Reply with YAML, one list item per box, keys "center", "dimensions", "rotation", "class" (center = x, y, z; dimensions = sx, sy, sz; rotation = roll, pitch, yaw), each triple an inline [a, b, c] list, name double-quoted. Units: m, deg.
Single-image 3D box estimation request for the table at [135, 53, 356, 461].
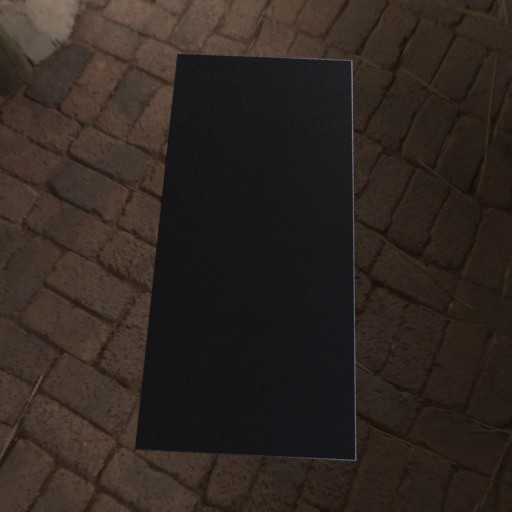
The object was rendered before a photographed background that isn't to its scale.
- center: [0.000, 0.000, 1.312]
  dimensions: [0.483, 0.457, 1.016]
  rotation: [3, 75, 1]
  class: "table"
